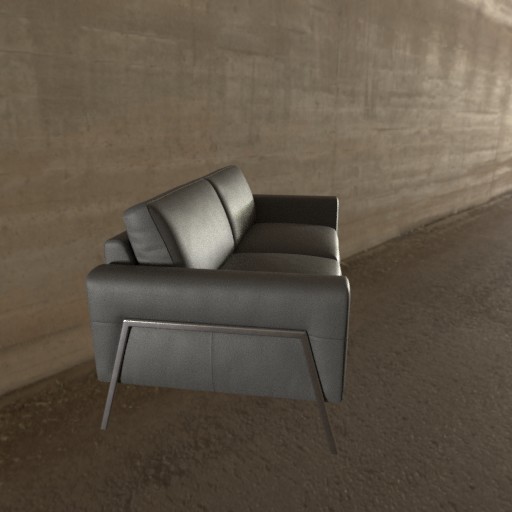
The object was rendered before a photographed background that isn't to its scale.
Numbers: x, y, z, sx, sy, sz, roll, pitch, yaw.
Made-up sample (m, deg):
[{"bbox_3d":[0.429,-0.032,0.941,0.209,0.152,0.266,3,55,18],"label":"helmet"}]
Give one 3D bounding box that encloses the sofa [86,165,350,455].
[{"bbox_3d":[0.000,0.000,2.510,0.953,0.875,2.017,3,17,8],"label":"sofa"}]
